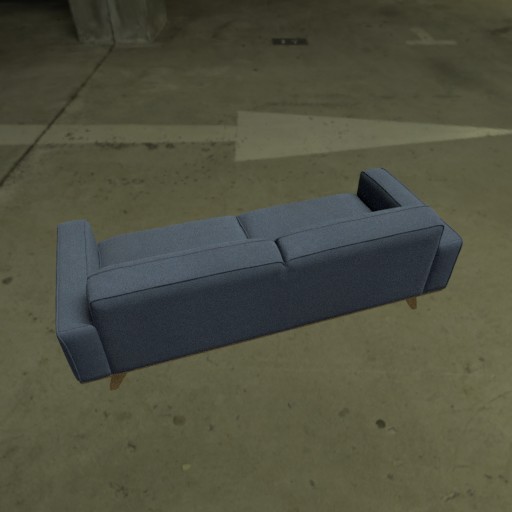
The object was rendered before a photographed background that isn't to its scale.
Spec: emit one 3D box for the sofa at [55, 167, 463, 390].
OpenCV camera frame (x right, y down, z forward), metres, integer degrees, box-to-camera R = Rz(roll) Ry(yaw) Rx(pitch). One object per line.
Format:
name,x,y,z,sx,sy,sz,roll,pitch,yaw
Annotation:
sofa,0.000,0.000,2.740,2.270,0.782,0.953,-12,42,-14
